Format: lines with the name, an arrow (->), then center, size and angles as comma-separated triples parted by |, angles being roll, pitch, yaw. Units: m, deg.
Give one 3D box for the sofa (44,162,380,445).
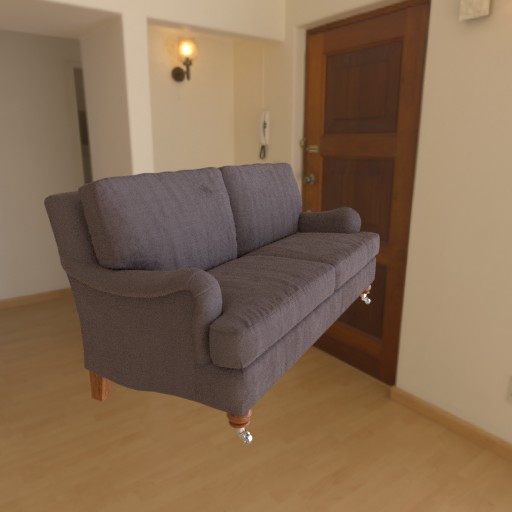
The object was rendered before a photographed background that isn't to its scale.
sofa -> 0.000, 0.000, 2.761 | 1.086, 1.087, 2.165 | 8, 16, 28
